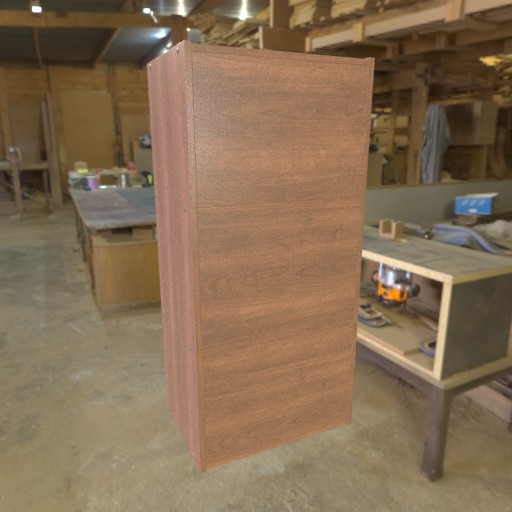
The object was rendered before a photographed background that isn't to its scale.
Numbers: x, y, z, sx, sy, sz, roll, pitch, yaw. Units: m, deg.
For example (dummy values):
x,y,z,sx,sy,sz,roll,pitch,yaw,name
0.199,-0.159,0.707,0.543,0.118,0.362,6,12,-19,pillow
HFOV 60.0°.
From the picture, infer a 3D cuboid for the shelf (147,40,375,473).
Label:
x,y,z,sx,sy,sz,roll,pitch,yaw,name
0.000,0.000,1.080,0.414,0.879,0.290,-7,17,-25,shelf
